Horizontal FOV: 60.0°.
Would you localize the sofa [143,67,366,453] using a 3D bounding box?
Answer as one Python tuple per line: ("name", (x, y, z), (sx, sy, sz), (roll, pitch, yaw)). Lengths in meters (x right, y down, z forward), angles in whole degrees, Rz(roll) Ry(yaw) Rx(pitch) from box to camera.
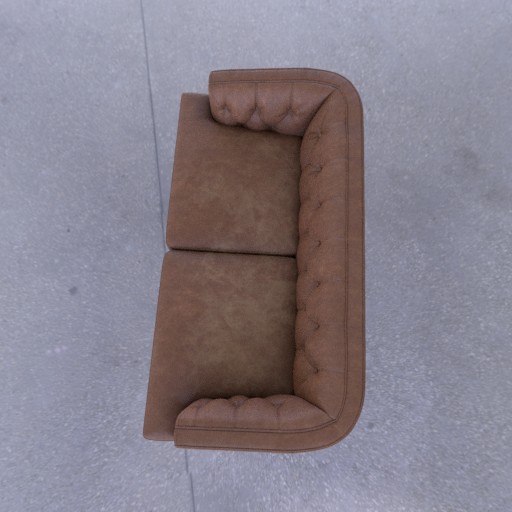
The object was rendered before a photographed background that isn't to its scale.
("sofa", (0.000, 0.000, 2.214), (0.914, 0.786, 1.755), (3, 75, 1))
